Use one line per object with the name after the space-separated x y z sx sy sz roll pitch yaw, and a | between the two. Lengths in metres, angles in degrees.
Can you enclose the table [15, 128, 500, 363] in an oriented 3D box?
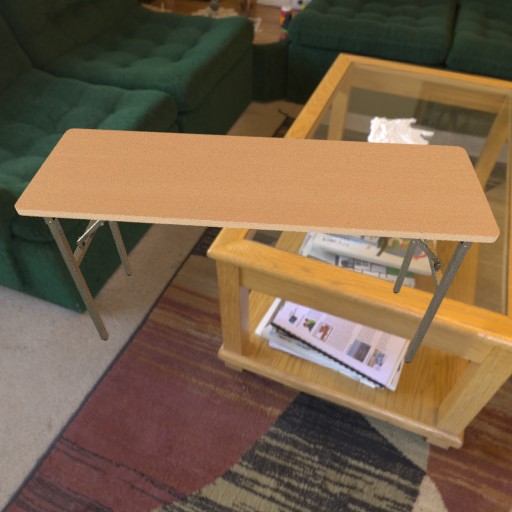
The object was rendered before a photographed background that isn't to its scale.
0.000 0.000 1.680 1.397 0.750 0.446 4 47 3 | table
